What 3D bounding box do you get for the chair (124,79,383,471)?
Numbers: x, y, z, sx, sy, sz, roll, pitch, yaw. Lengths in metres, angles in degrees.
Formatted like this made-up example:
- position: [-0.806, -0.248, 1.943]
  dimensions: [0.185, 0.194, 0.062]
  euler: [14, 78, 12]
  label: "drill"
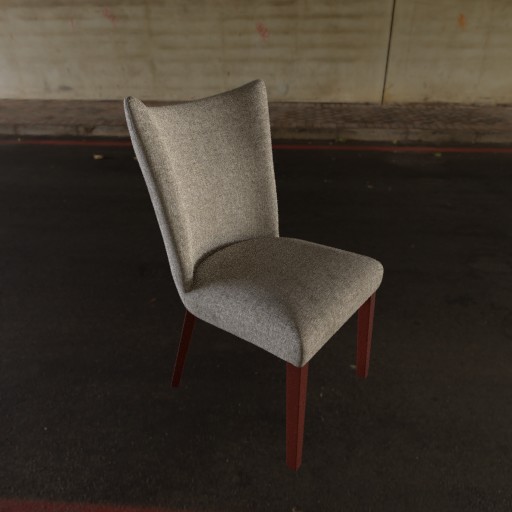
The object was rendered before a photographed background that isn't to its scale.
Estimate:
- position: [0.000, 0.000, 1.314]
  dimensions: [0.623, 0.924, 0.535]
  euler: [19, 33, 32]
  label: "chair"
